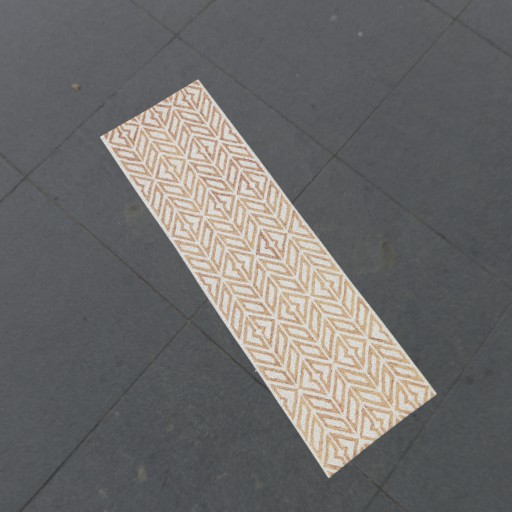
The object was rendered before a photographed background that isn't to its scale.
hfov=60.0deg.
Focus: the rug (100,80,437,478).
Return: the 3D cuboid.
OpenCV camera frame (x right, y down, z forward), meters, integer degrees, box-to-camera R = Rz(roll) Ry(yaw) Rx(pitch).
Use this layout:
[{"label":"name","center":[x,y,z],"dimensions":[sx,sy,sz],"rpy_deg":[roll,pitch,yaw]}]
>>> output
[{"label":"rug","center":[0.000,0.000,2.648],"dimensions":[0.750,0.009,2.435],"rpy_deg":[-34,78,-8]}]
